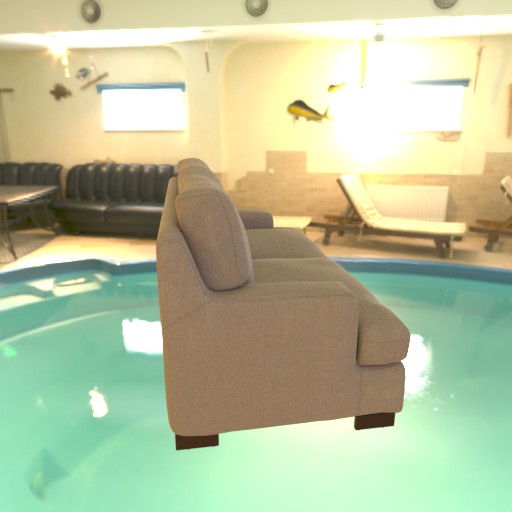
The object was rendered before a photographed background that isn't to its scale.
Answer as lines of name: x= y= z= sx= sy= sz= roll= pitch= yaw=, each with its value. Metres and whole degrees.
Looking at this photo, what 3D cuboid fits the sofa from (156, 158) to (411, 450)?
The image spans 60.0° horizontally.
sofa: x=0.000 y=0.000 z=2.450 sx=0.962 sy=0.980 sz=1.855 roll=-3 pitch=16 yaw=-9
